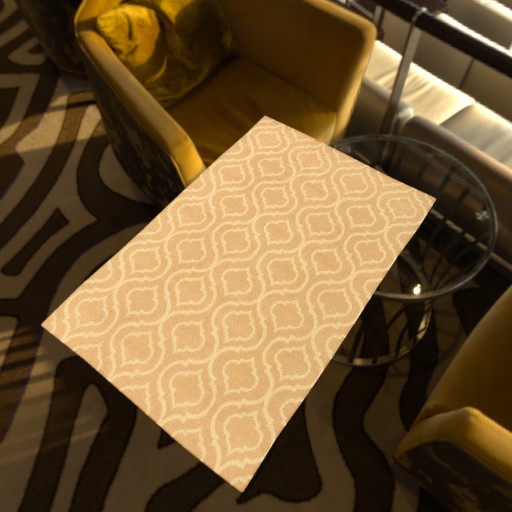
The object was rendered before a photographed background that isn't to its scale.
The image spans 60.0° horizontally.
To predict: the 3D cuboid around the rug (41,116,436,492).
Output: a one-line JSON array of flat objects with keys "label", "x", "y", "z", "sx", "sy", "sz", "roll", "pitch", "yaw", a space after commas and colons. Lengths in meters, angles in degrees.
[{"label": "rug", "x": 0.000, "y": 0.000, "z": 2.200, "sx": 1.152, "sy": 0.013, "sz": 1.761, "roll": 32, "pitch": 63, "yaw": 19}]
